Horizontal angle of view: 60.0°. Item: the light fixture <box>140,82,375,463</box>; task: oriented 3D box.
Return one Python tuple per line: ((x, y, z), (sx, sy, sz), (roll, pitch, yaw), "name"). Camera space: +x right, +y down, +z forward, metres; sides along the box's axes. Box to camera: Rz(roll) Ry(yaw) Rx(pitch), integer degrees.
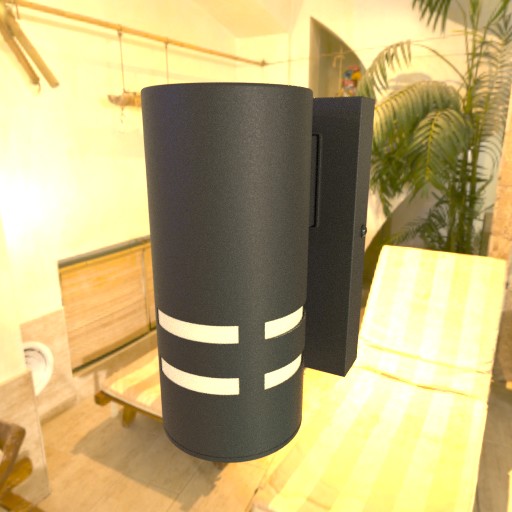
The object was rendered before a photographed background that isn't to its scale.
((0.000, 0.000, 0.259), (0.098, 0.179, 0.138), (8, 18, 27), "light fixture")
